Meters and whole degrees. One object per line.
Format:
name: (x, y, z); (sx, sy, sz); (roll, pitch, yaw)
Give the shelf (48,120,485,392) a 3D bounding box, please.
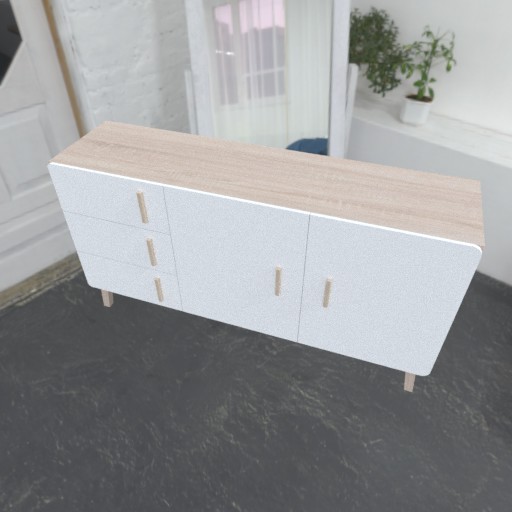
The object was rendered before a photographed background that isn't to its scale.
shelf: (0.000, 0.000, 1.817); (1.490, 0.780, 0.400); (13, 43, 14)
